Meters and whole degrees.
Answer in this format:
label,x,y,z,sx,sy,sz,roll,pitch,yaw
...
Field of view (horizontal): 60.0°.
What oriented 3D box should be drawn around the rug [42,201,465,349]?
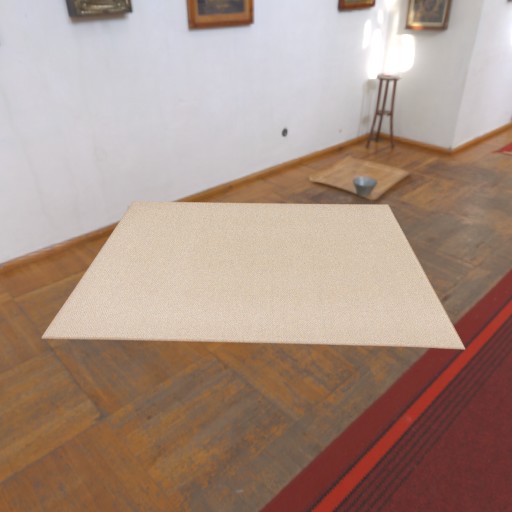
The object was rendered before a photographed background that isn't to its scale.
label,x,y,z,sx,sy,sz,roll,pitch,yaw
rug,0.000,0.000,4.217,3.039,0.018,2.462,1,31,2
